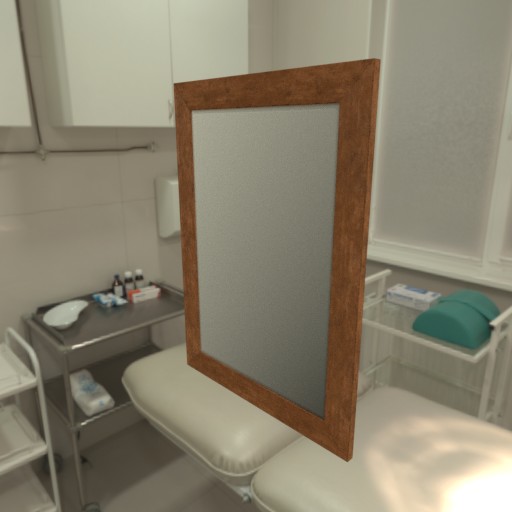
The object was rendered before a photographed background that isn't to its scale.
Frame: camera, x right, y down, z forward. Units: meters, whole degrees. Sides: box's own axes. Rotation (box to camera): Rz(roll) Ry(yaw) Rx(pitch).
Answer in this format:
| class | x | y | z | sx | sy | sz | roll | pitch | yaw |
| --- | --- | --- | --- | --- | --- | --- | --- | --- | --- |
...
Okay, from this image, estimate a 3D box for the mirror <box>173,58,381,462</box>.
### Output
| class | x | y | z | sx | sy | sz | roll | pitch | yaw |
| --- | --- | --- | --- | --- | --- | --- | --- | --- | --- |
| mirror | 0.000 | 0.000 | 1.434 | 0.028 | 1.099 | 0.796 | -15 | 22 | -42 |
